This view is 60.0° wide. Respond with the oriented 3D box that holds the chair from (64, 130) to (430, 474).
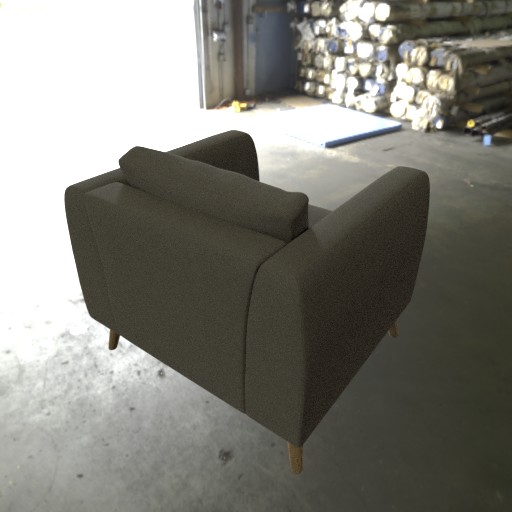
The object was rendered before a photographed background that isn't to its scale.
[{"bbox_3d":[0.000,0.000,1.698,1.000,0.860,0.930,21,37,31],"label":"chair"}]
